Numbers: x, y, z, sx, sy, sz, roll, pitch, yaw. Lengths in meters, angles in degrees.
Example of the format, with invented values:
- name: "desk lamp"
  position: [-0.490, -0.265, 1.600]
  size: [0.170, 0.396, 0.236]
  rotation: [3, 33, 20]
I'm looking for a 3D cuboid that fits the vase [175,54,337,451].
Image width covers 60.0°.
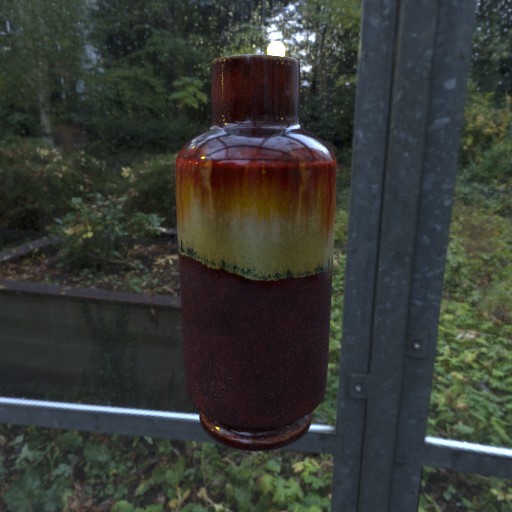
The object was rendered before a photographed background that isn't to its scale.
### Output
- name: "vase"
  position: [0.000, 0.000, 0.322]
  size: [0.111, 0.261, 0.111]
  rotation: [0, 15, 0]
